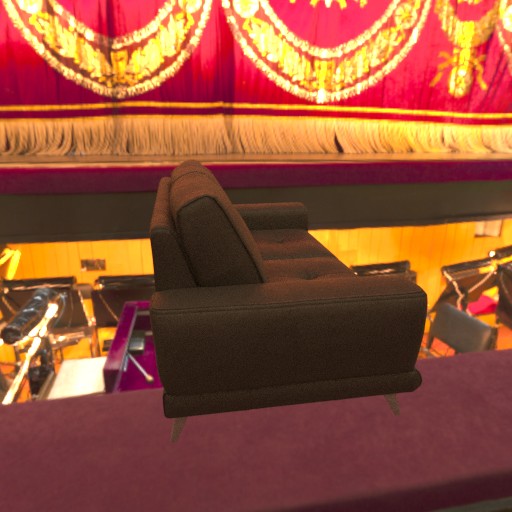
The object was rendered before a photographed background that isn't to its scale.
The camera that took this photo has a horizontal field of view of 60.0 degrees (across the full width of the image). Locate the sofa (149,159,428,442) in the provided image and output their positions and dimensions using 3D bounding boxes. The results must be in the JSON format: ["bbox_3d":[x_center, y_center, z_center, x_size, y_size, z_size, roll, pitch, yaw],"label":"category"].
[{"bbox_3d":[0.000,0.000,2.370,1.018,0.907,1.806,-3,18,-9],"label":"sofa"}]
